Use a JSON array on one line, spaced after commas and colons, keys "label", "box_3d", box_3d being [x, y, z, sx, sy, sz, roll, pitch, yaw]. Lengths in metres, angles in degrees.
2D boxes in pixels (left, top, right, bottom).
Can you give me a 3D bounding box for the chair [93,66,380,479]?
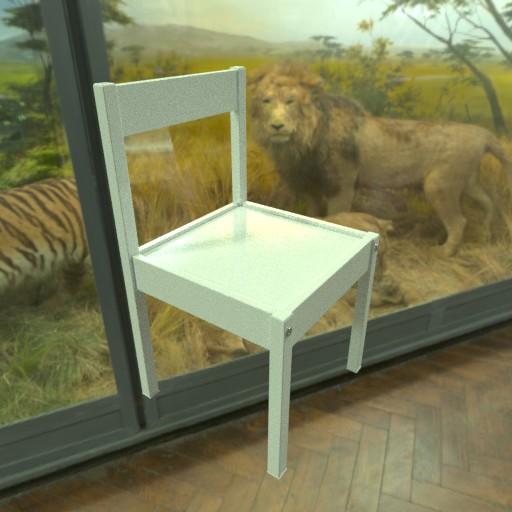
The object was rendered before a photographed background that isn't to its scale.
[{"label": "chair", "box_3d": [0.000, 0.000, 0.681, 0.285, 0.505, 0.285, 18, 33, 31]}]
